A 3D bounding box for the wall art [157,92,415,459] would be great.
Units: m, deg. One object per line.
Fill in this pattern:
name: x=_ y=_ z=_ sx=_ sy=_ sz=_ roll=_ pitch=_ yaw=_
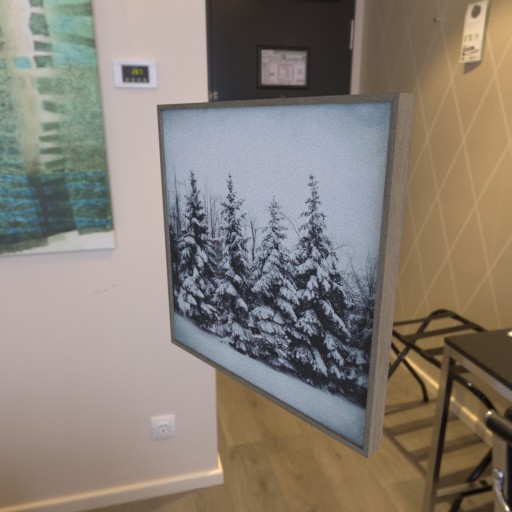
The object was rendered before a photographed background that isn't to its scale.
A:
wall art: x=0.000 y=0.000 z=0.765 sx=0.037 sy=0.507 sz=0.507 roll=-16 pitch=23 yaw=-42
